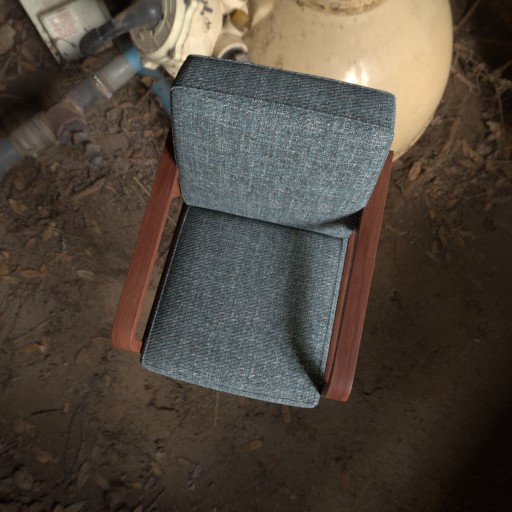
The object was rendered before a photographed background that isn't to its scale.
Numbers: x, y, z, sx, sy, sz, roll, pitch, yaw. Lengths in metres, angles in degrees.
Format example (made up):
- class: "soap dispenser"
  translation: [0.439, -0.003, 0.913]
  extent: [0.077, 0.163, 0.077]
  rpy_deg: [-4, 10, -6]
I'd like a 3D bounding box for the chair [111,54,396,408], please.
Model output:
- class: "chair"
  translation: [0.000, 0.000, 1.467]
  extent: [0.719, 0.864, 0.889]
  rpy_deg: [12, 75, 3]
